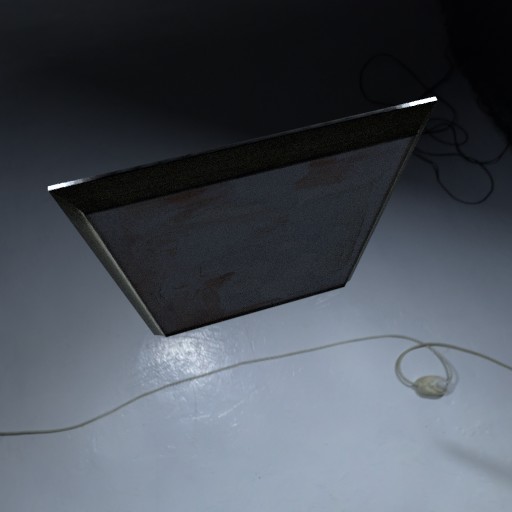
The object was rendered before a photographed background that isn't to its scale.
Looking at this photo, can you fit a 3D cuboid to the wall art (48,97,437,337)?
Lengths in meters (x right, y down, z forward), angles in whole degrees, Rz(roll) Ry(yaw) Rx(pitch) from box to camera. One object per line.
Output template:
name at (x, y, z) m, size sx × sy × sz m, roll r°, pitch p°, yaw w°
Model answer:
wall art at (0.000, 0.000, 0.619) m, size 0.381 × 0.457 × 0.023 m, roll -15°, pitch 65°, yaw -7°
